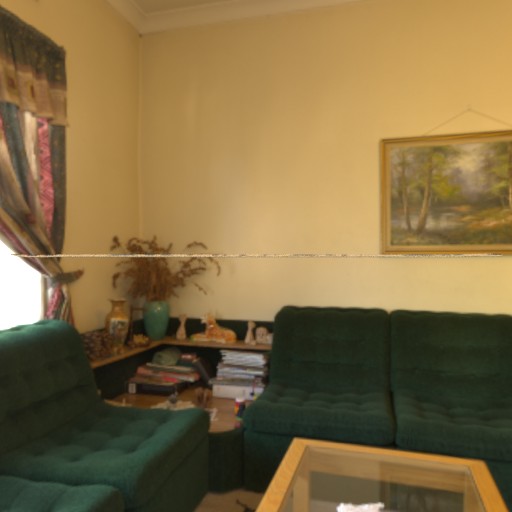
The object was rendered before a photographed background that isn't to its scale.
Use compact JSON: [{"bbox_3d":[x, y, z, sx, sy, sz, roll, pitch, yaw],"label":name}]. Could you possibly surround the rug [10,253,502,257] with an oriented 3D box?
[{"bbox_3d":[0.000,0.000,2.053,1.698,0.013,1.072,0,0,-1],"label":"rug"}]
